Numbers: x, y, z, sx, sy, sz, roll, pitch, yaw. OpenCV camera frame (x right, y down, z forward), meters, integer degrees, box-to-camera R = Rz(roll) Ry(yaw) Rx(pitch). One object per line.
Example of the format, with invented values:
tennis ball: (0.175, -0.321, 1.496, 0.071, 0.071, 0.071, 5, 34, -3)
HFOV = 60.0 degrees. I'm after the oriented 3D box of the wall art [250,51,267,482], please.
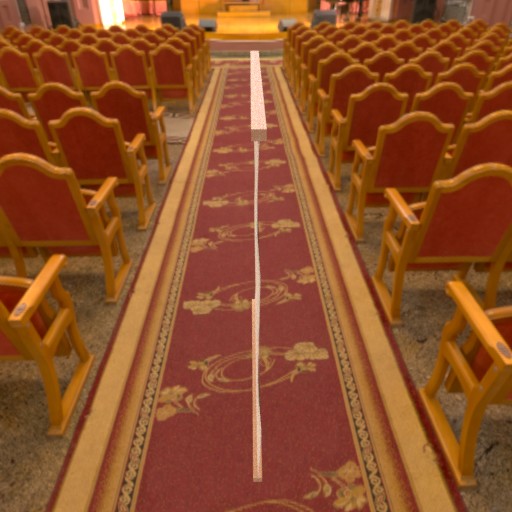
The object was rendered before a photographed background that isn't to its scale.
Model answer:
wall art: (0.000, 0.000, 0.667, 0.013, 0.508, 0.406, 0, 33, -1)
